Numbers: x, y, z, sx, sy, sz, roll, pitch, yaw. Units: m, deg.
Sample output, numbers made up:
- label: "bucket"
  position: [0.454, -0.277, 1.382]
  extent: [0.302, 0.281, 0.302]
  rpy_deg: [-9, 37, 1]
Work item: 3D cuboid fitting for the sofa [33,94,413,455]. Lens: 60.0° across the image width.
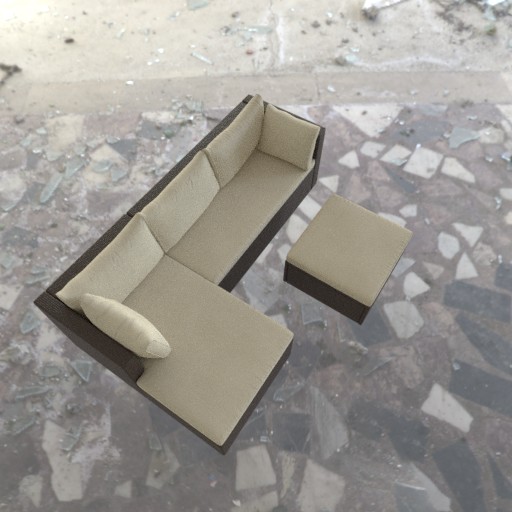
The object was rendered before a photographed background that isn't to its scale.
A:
- label: "sofa"
  position: [0.000, 0.000, 2.983]
  extent: [1.612, 0.766, 2.192]
  rpy_deg: [30, 63, 17]
